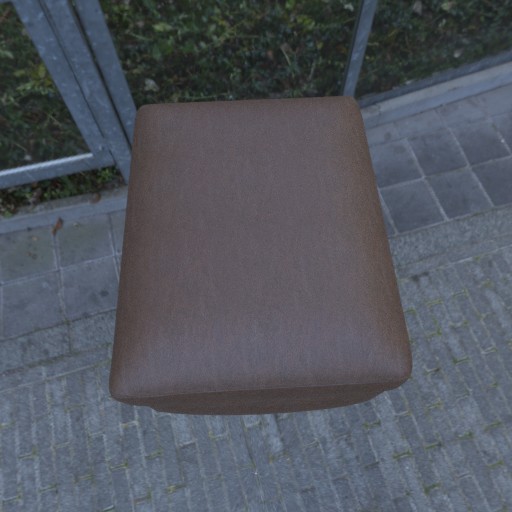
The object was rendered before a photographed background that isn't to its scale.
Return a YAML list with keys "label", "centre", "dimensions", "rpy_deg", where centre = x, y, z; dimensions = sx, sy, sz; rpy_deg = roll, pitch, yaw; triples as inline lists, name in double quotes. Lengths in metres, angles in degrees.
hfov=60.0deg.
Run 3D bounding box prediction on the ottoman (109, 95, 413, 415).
- label: "ottoman"
  centre: [0.000, 0.000, 1.192]
  dimensions: [0.635, 0.508, 0.787]
  rpy_deg: [-3, 64, -1]
